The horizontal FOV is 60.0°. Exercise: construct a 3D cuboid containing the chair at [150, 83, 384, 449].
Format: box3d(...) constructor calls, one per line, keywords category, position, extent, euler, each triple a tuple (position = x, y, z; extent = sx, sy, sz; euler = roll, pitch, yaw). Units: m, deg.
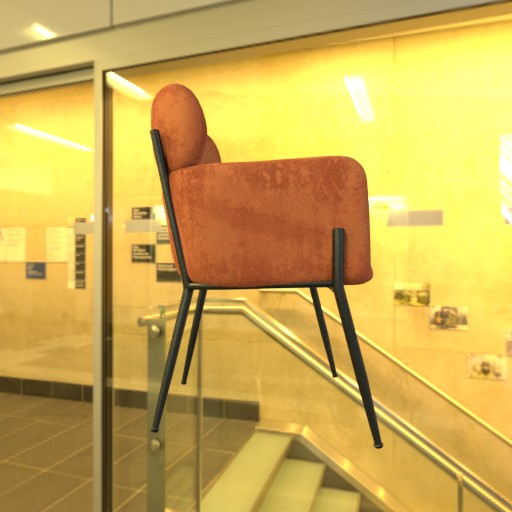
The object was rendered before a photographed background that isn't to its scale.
box3d(category="chair", position=(0.000, 0.000, 1.151), extent=(0.523, 0.772, 0.561), euler=(0, 0, 1))
